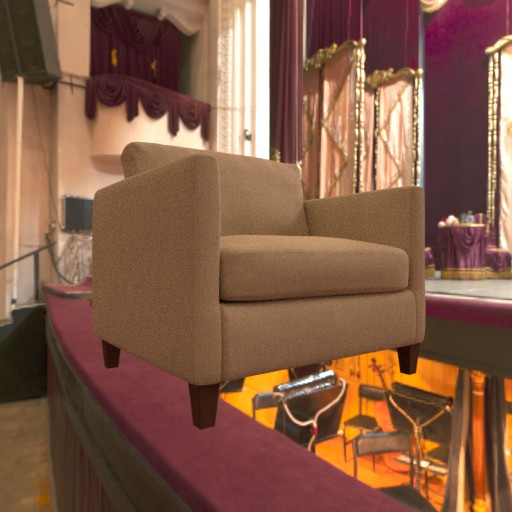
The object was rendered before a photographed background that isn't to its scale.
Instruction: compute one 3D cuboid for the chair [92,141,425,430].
[{"bbox_3d":[0.000,0.000,1.858,1.107,0.961,0.959,0,0,-36],"label":"chair"}]
